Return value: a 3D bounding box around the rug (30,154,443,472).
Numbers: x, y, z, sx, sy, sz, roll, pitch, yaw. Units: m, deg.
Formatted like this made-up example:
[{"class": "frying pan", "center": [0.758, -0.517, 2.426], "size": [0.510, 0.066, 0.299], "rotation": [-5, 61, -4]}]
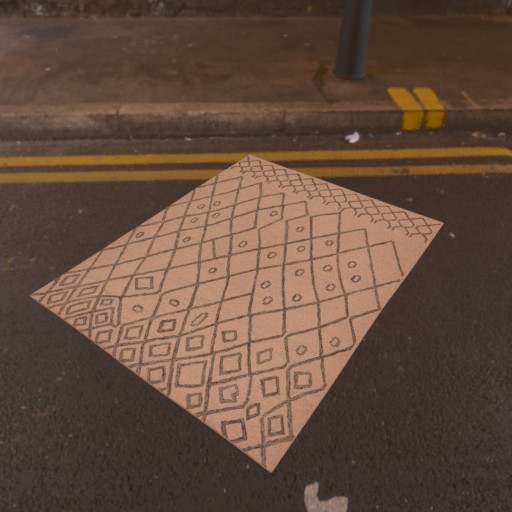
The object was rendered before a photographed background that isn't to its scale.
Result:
[{"class": "rug", "center": [0.000, 0.000, 4.069], "size": [2.446, 0.015, 3.046], "rotation": [25, 47, 27]}]
